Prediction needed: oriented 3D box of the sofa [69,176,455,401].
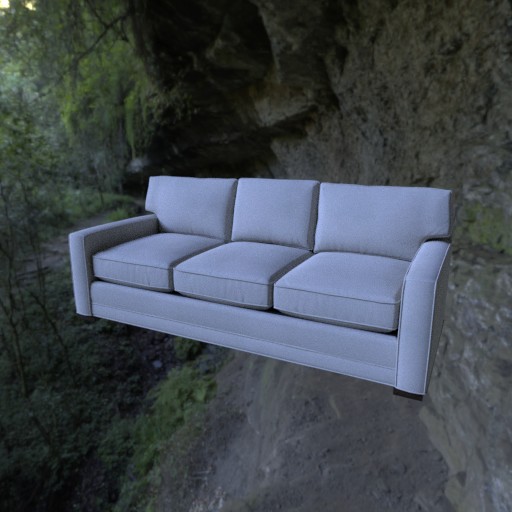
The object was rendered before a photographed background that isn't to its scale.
[{"bbox_3d":[0.000,0.000,2.638,2.088,0.862,0.935,7,16,26],"label":"sofa"}]
